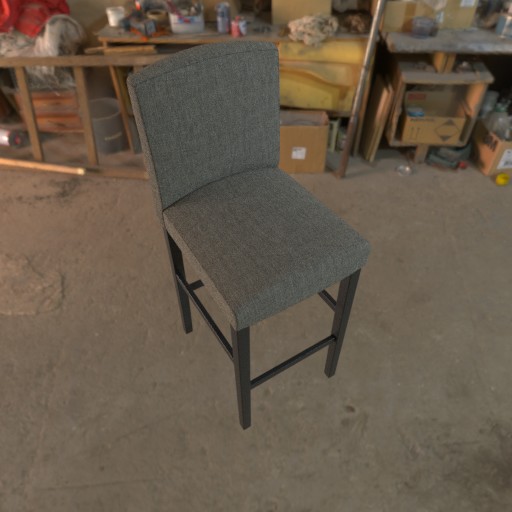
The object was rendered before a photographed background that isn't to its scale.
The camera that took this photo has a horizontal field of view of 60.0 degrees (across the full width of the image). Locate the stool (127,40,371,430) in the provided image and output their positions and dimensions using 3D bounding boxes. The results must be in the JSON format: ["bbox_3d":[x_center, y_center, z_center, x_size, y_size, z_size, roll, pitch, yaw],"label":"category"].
[{"bbox_3d":[0.000,0.000,1.418,0.451,1.138,0.552,-24,51,-22],"label":"stool"}]
